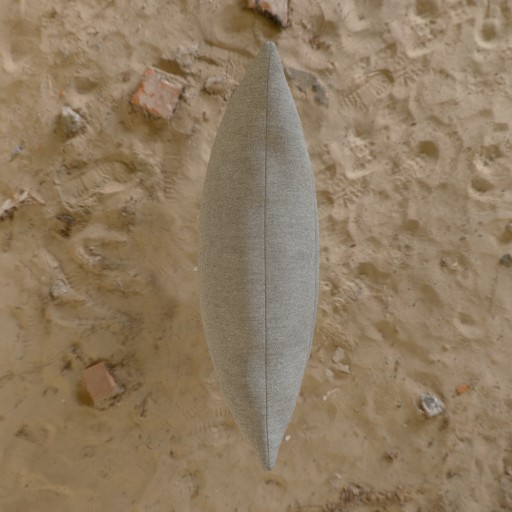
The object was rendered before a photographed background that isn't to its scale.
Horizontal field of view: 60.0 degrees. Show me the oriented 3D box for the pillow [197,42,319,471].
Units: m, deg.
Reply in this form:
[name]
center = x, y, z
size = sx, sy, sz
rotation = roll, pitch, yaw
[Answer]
[pillow]
center = 0.000, 0.000, 0.660
size = 0.173, 0.436, 0.433
rotation = 0, 90, -1
